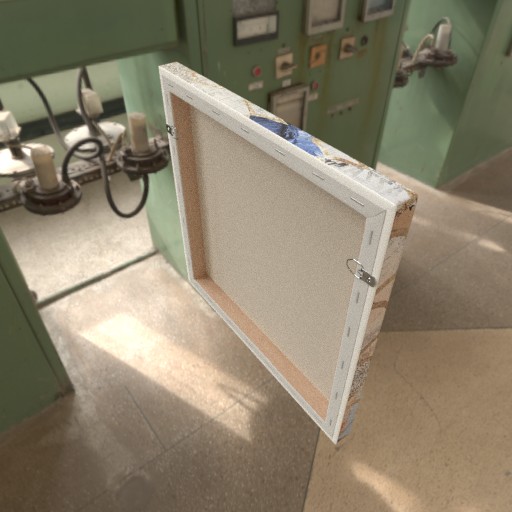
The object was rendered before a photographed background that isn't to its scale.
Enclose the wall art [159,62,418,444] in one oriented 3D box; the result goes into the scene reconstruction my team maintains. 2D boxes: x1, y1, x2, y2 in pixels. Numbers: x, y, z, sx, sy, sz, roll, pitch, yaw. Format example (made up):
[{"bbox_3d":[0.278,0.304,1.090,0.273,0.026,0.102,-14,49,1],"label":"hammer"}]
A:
[{"bbox_3d":[0.000,0.000,0.762,0.038,0.508,0.507,-26,48,-27],"label":"wall art"}]
